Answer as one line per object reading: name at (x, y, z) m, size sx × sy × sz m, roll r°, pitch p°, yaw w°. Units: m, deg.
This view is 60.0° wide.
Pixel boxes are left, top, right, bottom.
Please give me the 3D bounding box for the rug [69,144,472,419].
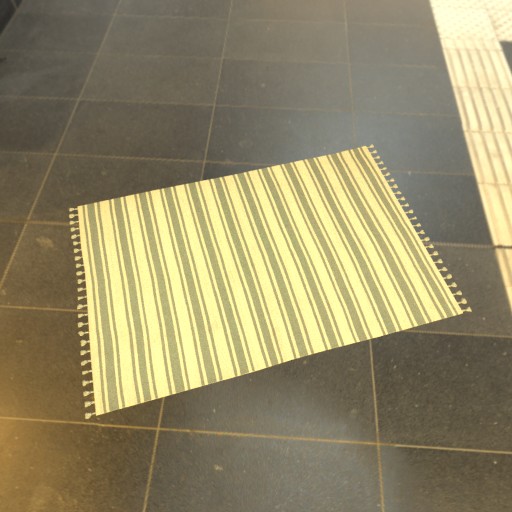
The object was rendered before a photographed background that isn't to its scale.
rug at (0.000, 0.000, 3.019) m, size 2.410 × 0.011 × 1.539 m, roll -13°, pitch 59°, yaw -8°
